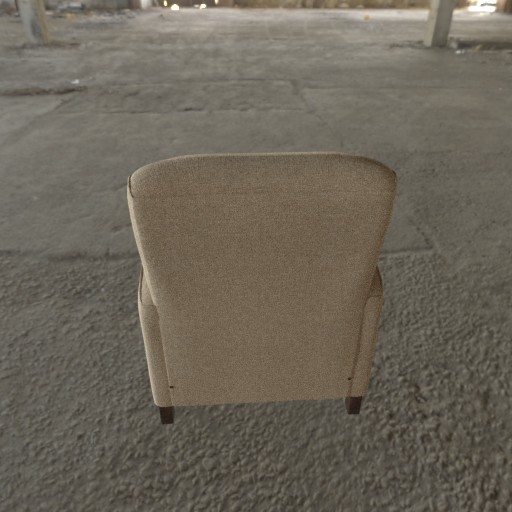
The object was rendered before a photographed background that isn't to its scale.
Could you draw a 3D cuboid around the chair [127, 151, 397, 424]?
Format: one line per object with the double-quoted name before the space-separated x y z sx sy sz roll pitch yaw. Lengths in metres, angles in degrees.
"chair" 0.000 0.000 1.690 0.841 1.028 0.858 -2 32 -3
